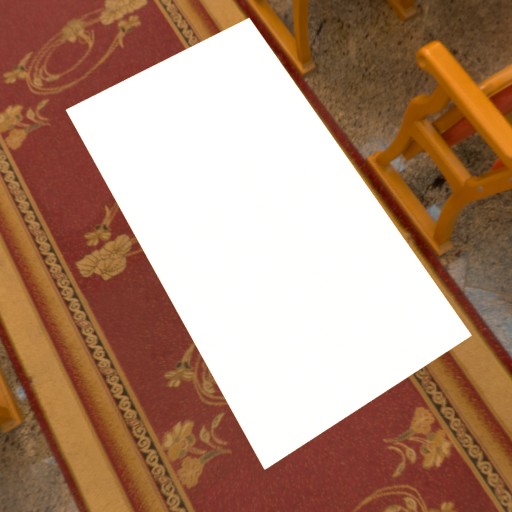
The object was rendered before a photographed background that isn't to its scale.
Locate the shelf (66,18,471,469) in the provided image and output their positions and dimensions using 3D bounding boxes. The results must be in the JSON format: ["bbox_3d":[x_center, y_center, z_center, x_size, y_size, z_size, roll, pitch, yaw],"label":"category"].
[{"bbox_3d":[0.000,0.000,1.338,0.498,0.750,0.902,-30,78,-7],"label":"shelf"}]
